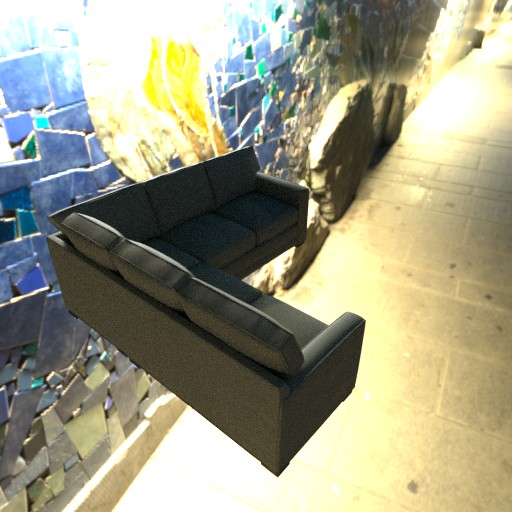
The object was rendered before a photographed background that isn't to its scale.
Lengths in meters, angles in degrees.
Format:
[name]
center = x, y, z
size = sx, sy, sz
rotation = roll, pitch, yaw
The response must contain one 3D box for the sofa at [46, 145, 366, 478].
[sofa]
center = 0.000, 0.000, 3.440
size = 2.188, 0.936, 2.211
rotation = 24, 39, 33
